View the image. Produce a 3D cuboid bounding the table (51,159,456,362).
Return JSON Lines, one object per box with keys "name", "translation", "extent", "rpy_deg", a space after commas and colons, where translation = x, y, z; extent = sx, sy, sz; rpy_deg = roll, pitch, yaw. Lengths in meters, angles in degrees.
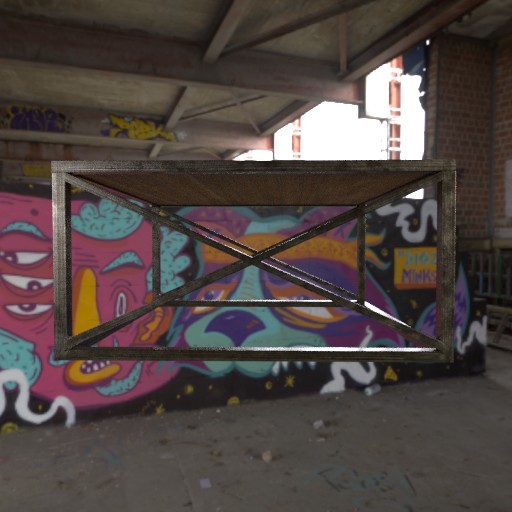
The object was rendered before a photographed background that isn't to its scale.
{"name": "table", "translation": [0.000, 0.000, 1.444], "extent": [0.899, 0.451, 0.909], "rpy_deg": [0, 1, 1]}
